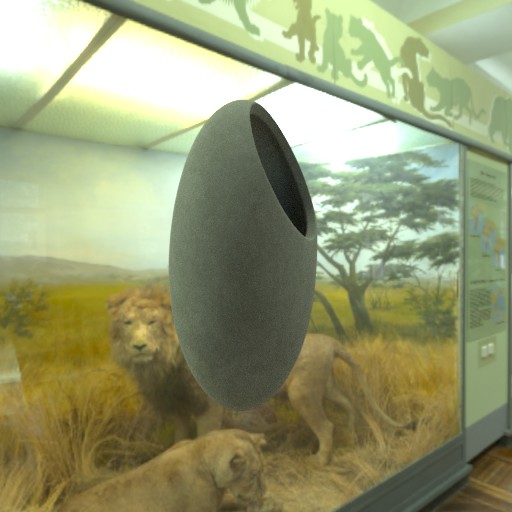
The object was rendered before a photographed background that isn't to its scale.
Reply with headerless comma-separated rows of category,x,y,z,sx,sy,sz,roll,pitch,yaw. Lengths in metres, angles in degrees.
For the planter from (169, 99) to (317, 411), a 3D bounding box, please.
planter,0.000,0.000,0.283,0.071,0.188,0.185,0,1,18
